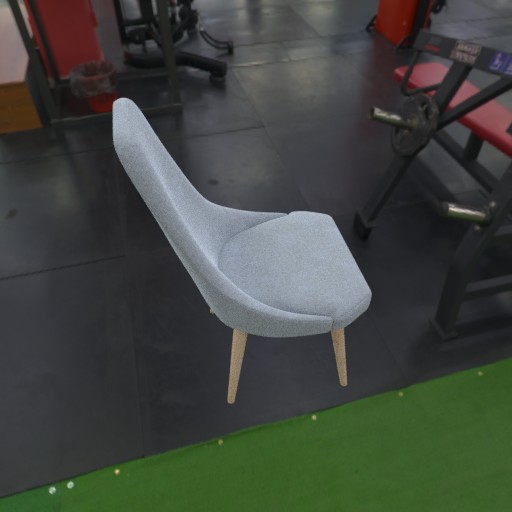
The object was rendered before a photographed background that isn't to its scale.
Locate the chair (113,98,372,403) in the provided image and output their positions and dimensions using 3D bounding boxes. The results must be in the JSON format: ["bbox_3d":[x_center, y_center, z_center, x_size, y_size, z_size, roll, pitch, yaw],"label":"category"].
[{"bbox_3d":[0.000,0.000,1.409,0.660,1.040,0.510,-9,46,-9],"label":"chair"}]
